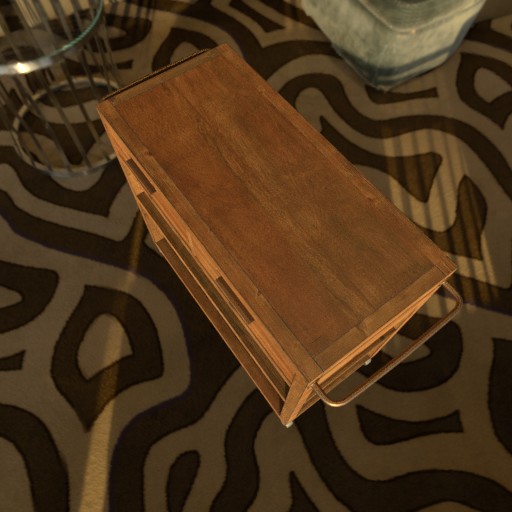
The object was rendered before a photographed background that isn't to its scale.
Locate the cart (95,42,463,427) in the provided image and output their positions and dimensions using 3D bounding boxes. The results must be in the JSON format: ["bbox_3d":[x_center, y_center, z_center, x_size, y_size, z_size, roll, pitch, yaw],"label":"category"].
[{"bbox_3d":[0.000,0.000,1.458,0.445,0.830,1.065,-33,68,-15],"label":"cart"}]
